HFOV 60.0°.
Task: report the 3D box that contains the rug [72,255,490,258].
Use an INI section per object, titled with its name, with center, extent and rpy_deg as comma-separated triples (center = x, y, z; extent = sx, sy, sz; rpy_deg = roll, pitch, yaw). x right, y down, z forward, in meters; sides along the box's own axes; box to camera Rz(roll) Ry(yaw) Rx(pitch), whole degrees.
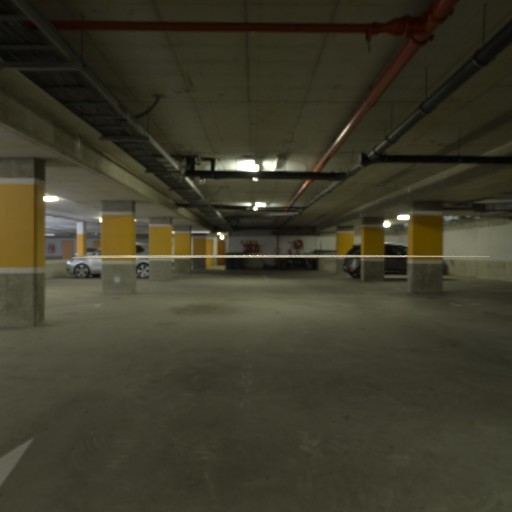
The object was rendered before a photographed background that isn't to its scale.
[rug]
center = 0.000, 0.000, 3.976
extent = 2.880, 0.005, 2.391
rpy_deg = 0, 0, -18
